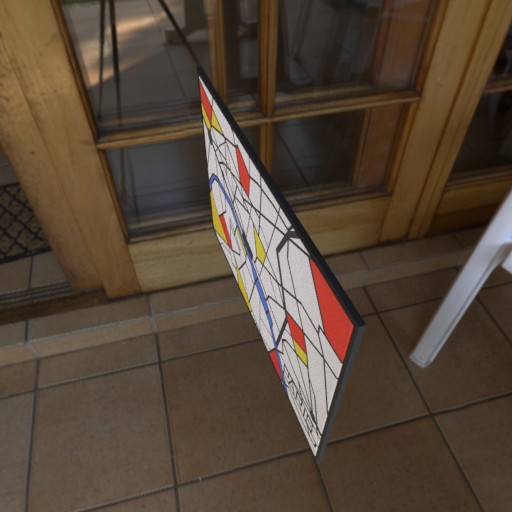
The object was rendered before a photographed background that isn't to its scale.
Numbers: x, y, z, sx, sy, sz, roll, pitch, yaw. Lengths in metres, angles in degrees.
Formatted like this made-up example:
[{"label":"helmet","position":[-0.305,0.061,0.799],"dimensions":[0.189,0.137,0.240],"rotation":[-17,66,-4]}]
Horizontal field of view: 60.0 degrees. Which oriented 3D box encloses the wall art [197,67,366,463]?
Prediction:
[{"label":"wall art","position":[0.000,0.000,1.250],"dimensions":[0.013,0.665,0.963],"rotation":[-15,50,-14]}]
